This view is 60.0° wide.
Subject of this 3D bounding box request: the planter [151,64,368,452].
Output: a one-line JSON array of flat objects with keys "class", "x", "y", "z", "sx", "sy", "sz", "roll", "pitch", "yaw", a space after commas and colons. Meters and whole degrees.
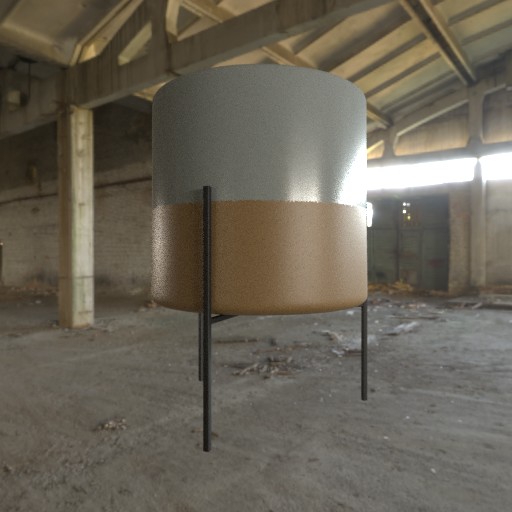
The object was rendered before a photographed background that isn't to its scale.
[{"class": "planter", "x": 0.000, "y": 0.000, "z": 0.640, "sx": 0.310, "sy": 0.432, "sz": 0.310, "roll": 0, "pitch": 0, "yaw": 37}]
